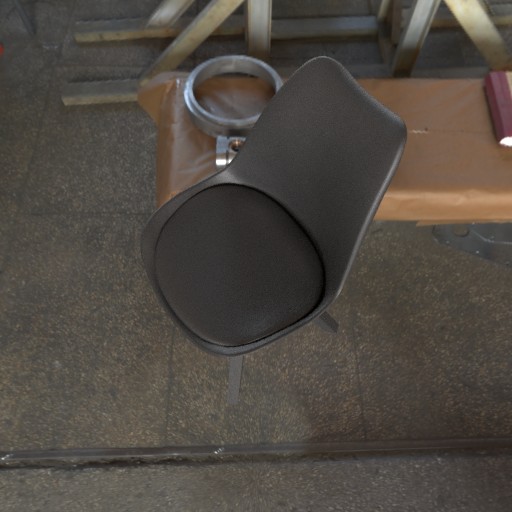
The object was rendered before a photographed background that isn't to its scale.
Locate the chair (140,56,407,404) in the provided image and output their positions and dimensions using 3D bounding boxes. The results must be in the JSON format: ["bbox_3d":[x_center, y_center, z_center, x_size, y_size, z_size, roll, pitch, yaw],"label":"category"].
[{"bbox_3d":[0.000,0.000,1.175,0.550,0.850,0.485,-32,67,-15],"label":"chair"}]
